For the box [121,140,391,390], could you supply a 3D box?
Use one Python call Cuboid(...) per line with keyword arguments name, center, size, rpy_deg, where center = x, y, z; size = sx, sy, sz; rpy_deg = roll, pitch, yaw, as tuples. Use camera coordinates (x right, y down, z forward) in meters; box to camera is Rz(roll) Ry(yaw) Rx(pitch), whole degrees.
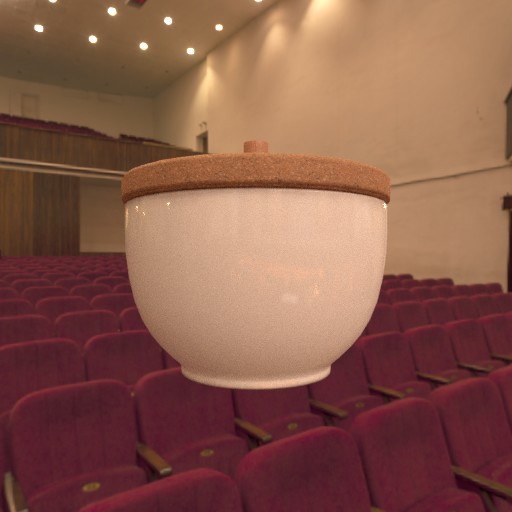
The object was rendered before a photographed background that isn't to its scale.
Cuboid(name="box", center=(0.000, 0.000, 0.184), size=(0.107, 0.094, 0.107), rpy_deg=(0, 0, 0))
